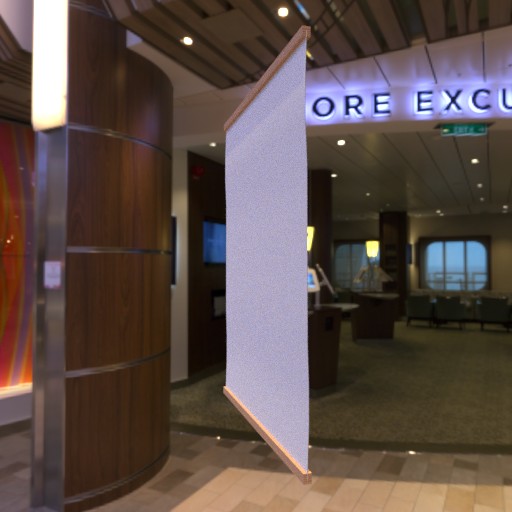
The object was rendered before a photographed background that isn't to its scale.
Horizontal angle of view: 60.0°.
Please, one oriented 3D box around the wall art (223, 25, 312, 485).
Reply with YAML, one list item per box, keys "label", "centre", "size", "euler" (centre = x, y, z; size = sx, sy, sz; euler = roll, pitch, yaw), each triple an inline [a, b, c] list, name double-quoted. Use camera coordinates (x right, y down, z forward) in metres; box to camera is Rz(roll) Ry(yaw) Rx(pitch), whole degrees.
- label: "wall art"
  centre: [0.000, 0.000, 1.334]
  size: [0.020, 1.016, 0.739]
  euler: [0, -1, -18]
